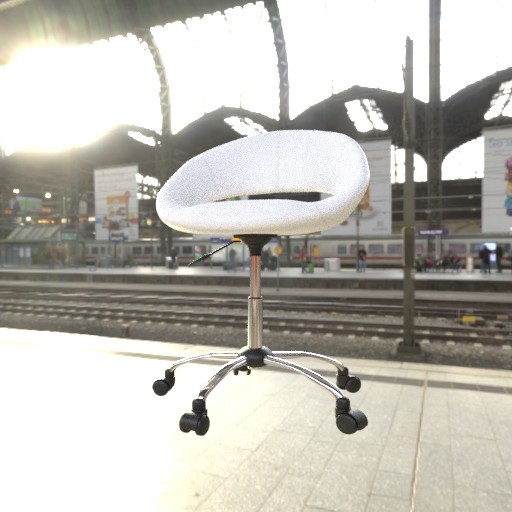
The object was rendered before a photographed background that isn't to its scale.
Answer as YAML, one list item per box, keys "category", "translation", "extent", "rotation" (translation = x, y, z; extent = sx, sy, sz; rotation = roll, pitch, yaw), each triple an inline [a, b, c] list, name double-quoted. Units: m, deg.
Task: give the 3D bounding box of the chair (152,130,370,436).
- category: "chair"
  translation: [0.000, 0.000, 1.196]
  extent: [0.612, 0.791, 0.538]
  rotation: [0, 0, 20]
